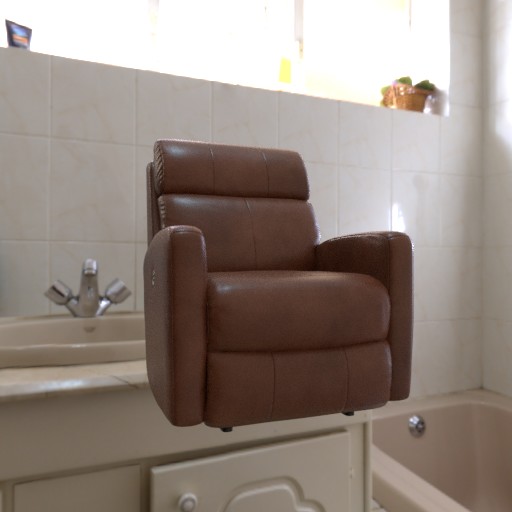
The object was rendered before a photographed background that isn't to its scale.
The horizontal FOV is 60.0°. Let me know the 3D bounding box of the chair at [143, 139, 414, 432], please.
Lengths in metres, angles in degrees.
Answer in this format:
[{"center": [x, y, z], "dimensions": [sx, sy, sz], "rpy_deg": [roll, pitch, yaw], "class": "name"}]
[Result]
[{"center": [0.000, 0.000, 1.658], "dimensions": [0.787, 1.016, 0.939], "rpy_deg": [0, -1, -19], "class": "chair"}]
